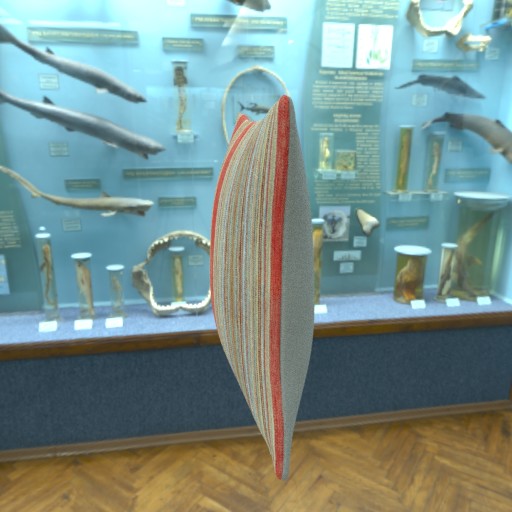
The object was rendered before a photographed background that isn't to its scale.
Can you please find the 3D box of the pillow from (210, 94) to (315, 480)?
[{"bbox_3d":[0.000,0.000,0.652,0.136,0.419,0.437,-2,16,-8],"label":"pillow"}]
